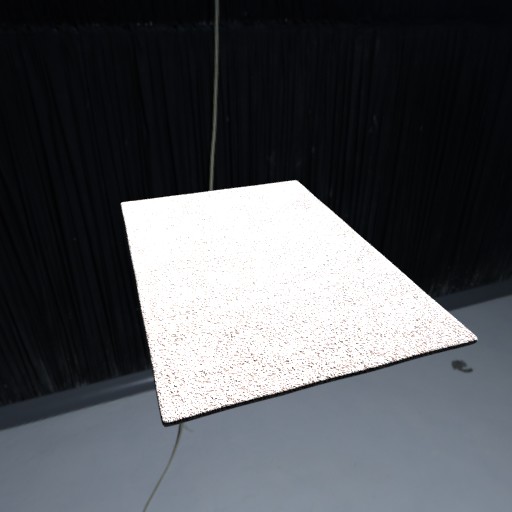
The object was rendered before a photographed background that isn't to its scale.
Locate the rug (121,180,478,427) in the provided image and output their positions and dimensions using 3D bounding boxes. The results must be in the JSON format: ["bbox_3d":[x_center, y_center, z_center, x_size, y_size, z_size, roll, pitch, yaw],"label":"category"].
[{"bbox_3d":[0.000,0.000,2.268,1.219,0.030,1.778,-10,32,-16],"label":"rug"}]
